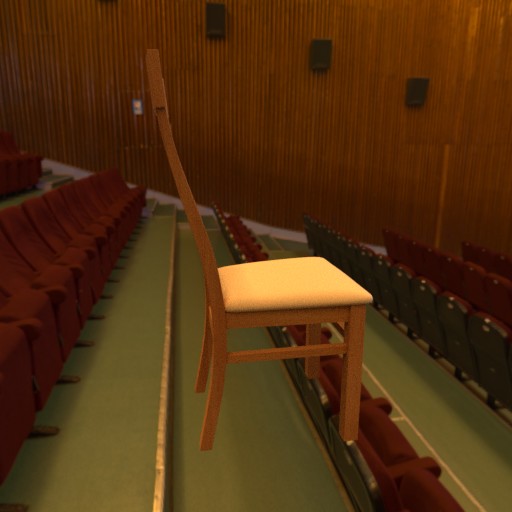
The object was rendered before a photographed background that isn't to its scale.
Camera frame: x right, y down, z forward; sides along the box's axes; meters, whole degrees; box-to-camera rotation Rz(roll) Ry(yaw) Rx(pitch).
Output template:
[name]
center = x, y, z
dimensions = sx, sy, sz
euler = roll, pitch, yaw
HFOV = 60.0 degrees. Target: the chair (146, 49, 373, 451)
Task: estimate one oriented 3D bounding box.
[chair]
center = 0.000, 0.000, 1.339
dimensions = 0.580, 1.050, 0.450
euler = -2, 14, -10
